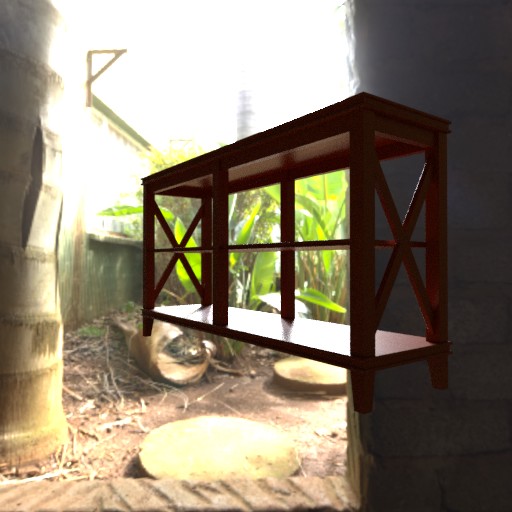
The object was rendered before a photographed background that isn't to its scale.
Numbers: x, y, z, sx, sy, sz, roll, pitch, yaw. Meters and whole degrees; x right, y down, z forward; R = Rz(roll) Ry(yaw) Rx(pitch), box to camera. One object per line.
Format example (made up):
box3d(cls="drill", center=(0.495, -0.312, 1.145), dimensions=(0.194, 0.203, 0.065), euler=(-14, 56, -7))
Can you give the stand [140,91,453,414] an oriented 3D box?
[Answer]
box3d(cls="stand", center=(0.000, 0.000, 1.702), dimensions=(0.381, 0.762, 1.372), euler=(0, -1, -36))
